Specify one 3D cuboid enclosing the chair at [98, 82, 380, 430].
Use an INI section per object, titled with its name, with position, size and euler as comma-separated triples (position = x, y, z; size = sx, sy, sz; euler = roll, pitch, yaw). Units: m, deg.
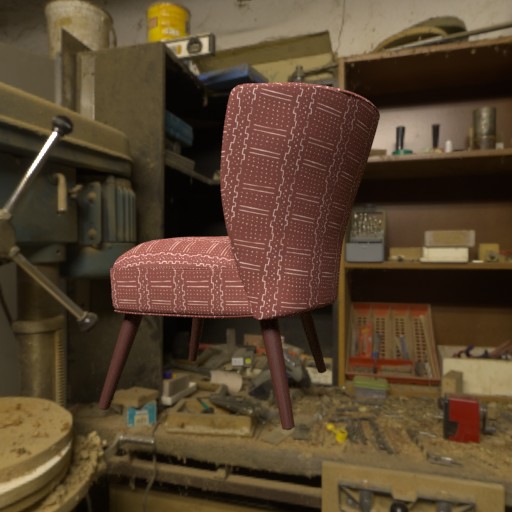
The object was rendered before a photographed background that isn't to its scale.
[chair]
position = 0.000, 0.000, 1.410
size = 0.758, 0.866, 0.706
euler = 0, 1, 17
